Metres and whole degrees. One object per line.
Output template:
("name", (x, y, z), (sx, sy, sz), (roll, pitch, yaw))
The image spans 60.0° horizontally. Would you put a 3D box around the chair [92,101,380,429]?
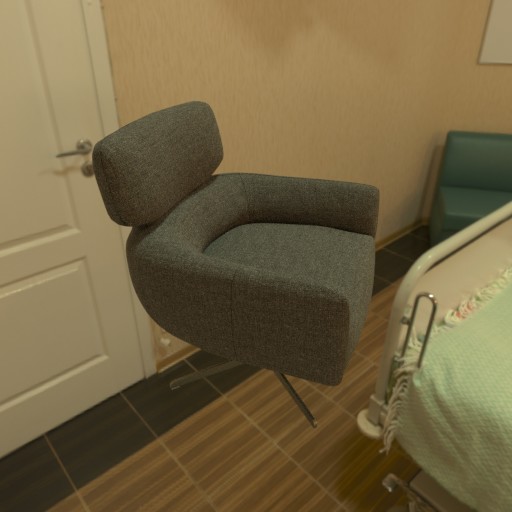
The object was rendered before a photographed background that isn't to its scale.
("chair", (0.000, 0.000, 1.364), (0.715, 0.812, 0.706), (10, 31, 16))
